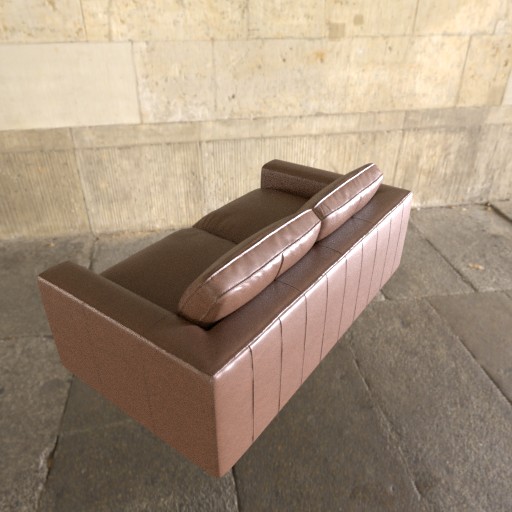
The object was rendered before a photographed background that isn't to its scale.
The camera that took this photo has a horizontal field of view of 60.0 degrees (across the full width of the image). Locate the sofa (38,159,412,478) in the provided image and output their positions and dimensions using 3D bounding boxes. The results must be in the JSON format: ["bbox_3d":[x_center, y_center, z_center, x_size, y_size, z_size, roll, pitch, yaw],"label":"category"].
[{"bbox_3d":[0.000,0.000,2.434,1.070,0.800,1.920,21,37,30],"label":"sofa"}]
